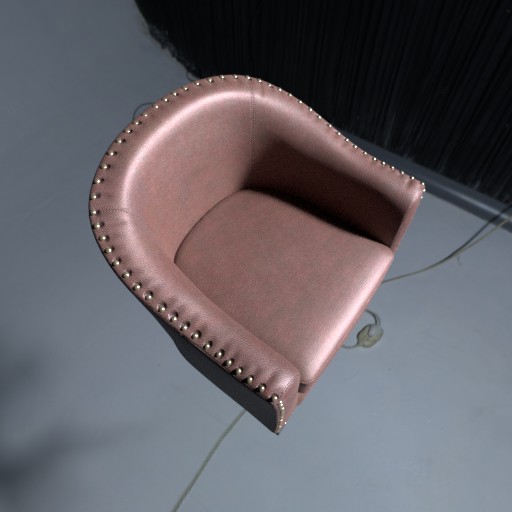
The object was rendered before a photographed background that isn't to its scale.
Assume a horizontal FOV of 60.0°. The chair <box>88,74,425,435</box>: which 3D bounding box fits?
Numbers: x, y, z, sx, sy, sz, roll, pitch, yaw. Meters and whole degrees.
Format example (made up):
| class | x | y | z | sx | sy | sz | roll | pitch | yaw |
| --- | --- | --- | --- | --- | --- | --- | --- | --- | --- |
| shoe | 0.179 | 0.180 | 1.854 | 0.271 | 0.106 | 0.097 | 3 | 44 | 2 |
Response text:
| class | x | y | z | sx | sy | sz | roll | pitch | yaw |
| --- | --- | --- | --- | --- | --- | --- | --- | --- | --- |
| chair | 0.000 | 0.000 | 1.428 | 0.748 | 0.823 | 0.794 | 32 | 64 | 18 |
